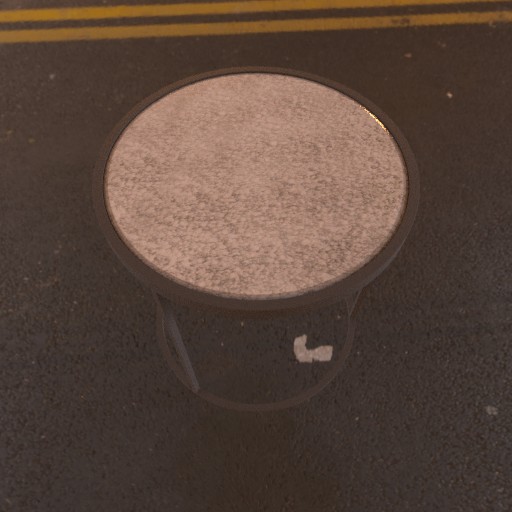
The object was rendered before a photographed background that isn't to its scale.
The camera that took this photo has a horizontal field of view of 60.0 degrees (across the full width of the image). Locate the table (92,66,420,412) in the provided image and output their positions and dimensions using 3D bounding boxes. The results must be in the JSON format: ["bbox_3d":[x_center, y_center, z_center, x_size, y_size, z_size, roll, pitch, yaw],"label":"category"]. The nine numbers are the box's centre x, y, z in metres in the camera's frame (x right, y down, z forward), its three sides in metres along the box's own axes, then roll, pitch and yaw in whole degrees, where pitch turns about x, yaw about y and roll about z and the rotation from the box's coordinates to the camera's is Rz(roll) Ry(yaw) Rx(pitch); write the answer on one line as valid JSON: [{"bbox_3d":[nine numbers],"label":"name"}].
[{"bbox_3d":[0.000,0.000,0.857,0.470,0.498,0.470,0,57,0],"label":"table"}]
